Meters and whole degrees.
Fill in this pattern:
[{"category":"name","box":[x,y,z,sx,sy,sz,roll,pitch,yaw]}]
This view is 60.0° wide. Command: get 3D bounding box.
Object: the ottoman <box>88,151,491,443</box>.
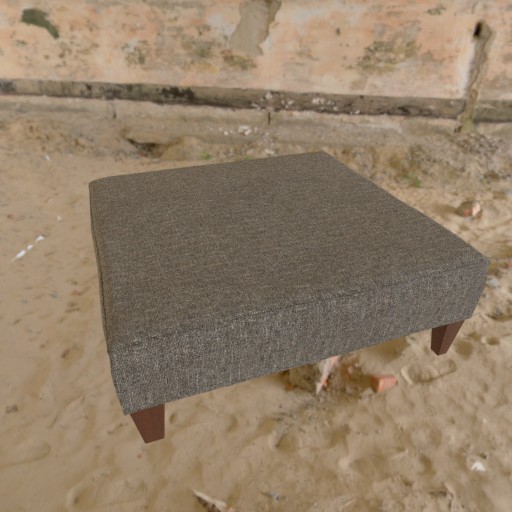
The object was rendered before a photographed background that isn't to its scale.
[{"category":"ottoman","box":[0.000,0.000,1.500,1.016,0.379,0.981,-11,33,-17]}]
